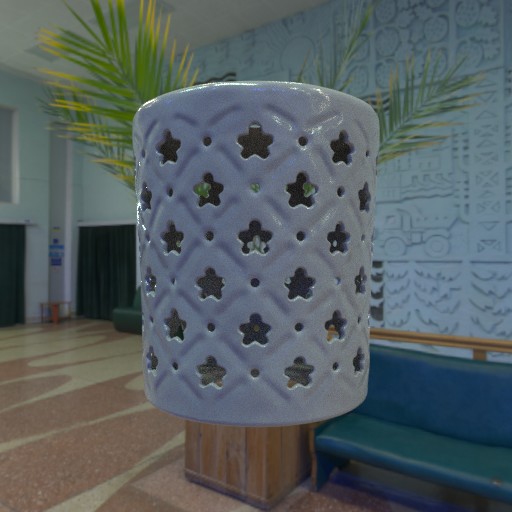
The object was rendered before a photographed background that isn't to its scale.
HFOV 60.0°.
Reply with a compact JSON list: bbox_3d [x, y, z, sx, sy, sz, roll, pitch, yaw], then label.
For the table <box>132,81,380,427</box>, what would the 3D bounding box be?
[{"bbox_3d":[0.000,0.000,0.649,0.352,0.387,0.352,0,0,0],"label":"table"}]
